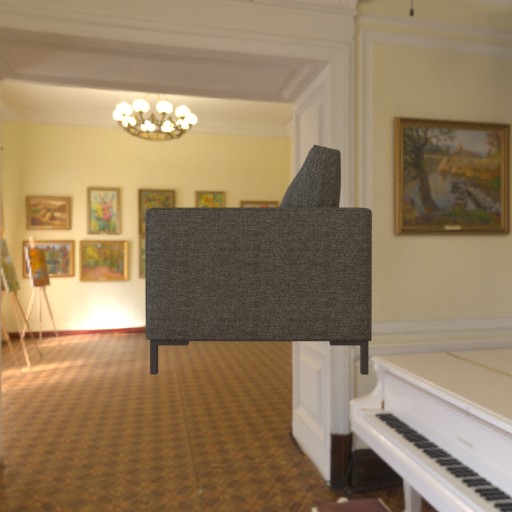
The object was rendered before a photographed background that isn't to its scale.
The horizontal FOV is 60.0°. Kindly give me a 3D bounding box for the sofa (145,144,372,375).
[{"bbox_3d":[0.000,0.000,2.752,0.876,0.879,2.253,0,0,0],"label":"sofa"}]
